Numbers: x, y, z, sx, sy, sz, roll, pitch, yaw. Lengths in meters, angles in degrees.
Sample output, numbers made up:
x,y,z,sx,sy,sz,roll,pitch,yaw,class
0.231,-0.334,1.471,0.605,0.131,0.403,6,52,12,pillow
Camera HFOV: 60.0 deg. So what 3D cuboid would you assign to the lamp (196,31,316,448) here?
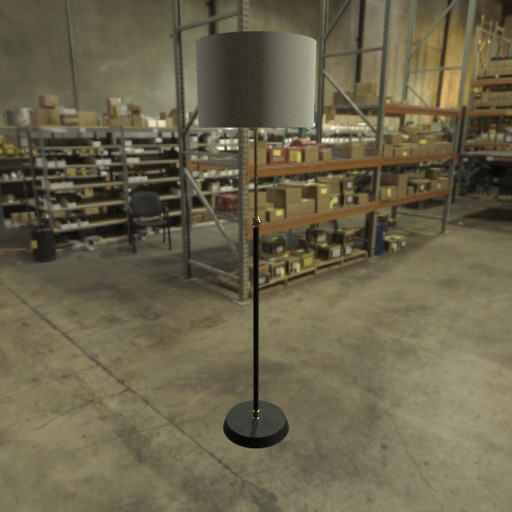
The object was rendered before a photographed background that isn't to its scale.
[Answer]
x,y,z,sx,sy,sz,roll,pitch,yaw,class
0.000,0.000,1.696,0.404,1.517,0.404,-15,22,-42,lamp
